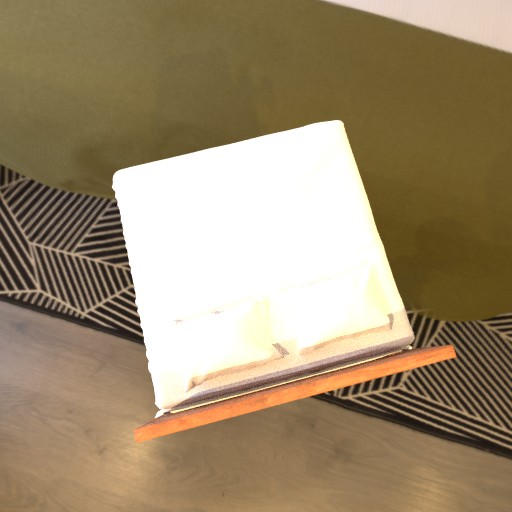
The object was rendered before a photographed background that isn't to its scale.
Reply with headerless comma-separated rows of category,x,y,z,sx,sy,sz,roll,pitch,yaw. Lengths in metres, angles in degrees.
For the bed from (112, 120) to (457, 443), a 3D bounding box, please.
bed,0.000,0.000,3.484,2.255,1.158,2.165,-14,77,-3
